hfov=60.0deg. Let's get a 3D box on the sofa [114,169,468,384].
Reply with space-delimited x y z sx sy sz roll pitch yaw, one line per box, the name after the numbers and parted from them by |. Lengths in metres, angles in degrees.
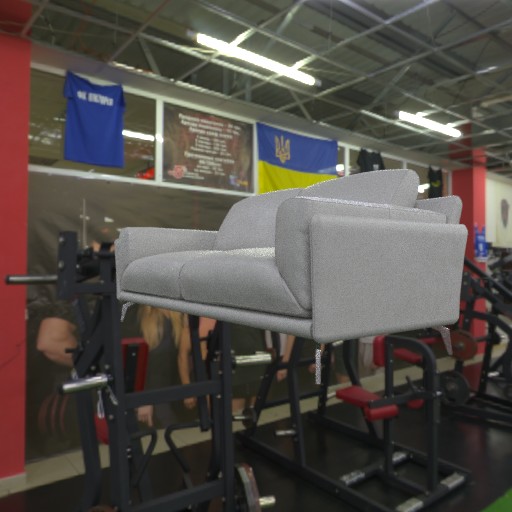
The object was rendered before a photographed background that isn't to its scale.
0.000 0.000 2.656 1.049 0.930 2.101 1 -1 -36 | sofa
